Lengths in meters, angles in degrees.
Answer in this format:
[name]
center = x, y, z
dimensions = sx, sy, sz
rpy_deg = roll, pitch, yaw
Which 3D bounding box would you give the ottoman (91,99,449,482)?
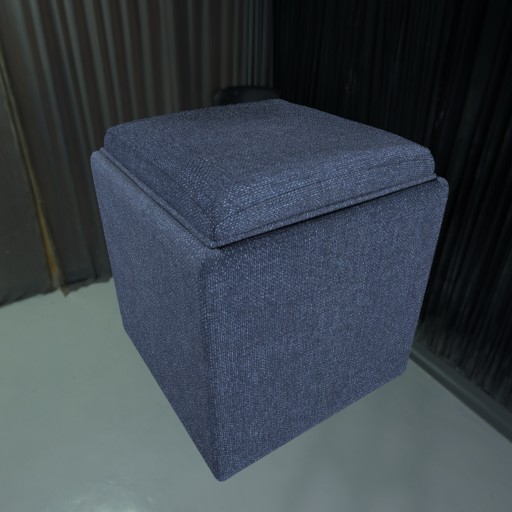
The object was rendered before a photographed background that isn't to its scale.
[ottoman]
center = 0.000, 0.000, 0.833
dimensions = 0.436, 0.493, 0.454
rpy_deg = -19, 36, -28
